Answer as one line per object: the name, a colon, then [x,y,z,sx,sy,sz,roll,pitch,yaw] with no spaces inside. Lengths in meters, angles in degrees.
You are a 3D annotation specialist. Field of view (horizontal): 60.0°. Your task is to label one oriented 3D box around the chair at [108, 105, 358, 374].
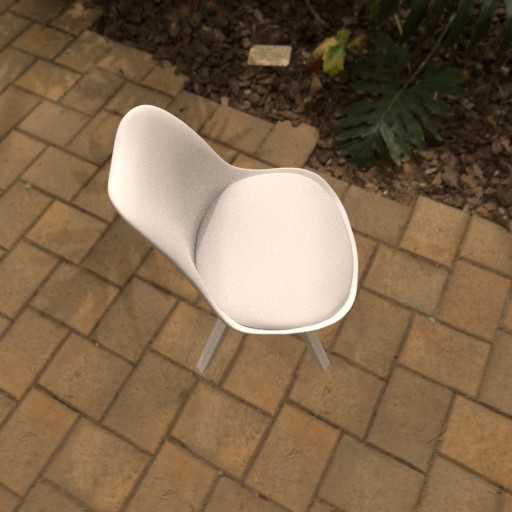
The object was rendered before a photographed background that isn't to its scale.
chair: [0.000,0.000,1.208,0.550,0.850,0.485,-1,63,0]
